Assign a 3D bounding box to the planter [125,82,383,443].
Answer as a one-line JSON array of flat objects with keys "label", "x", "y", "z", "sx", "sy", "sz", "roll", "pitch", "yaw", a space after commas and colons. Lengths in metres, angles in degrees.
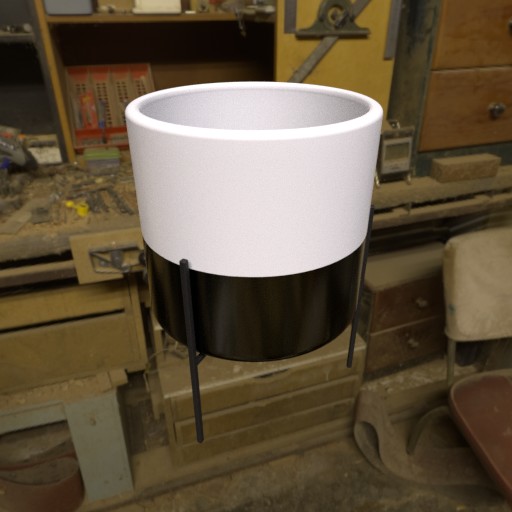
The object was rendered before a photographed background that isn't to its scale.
[{"label": "planter", "x": 0.000, "y": 0.000, "z": 0.639, "sx": 0.310, "sy": 0.432, "sz": 0.310, "roll": -9, "pitch": 31, "yaw": -14}]
